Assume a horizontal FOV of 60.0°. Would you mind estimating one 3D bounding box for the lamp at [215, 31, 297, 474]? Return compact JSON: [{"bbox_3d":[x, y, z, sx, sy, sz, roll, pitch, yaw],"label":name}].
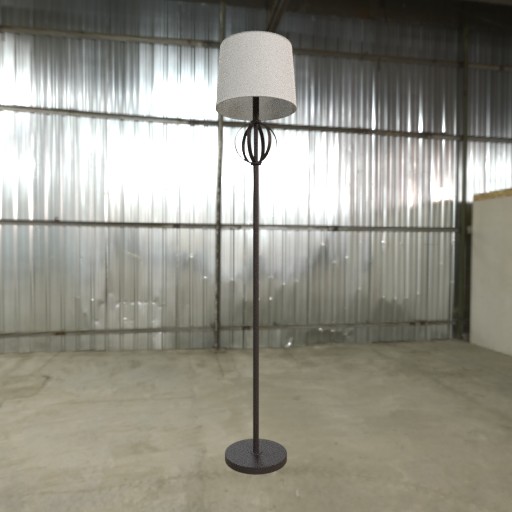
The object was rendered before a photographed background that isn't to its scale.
[{"bbox_3d":[0.000,0.000,1.579,0.286,1.462,0.286,1,2,19],"label":"lamp"}]
